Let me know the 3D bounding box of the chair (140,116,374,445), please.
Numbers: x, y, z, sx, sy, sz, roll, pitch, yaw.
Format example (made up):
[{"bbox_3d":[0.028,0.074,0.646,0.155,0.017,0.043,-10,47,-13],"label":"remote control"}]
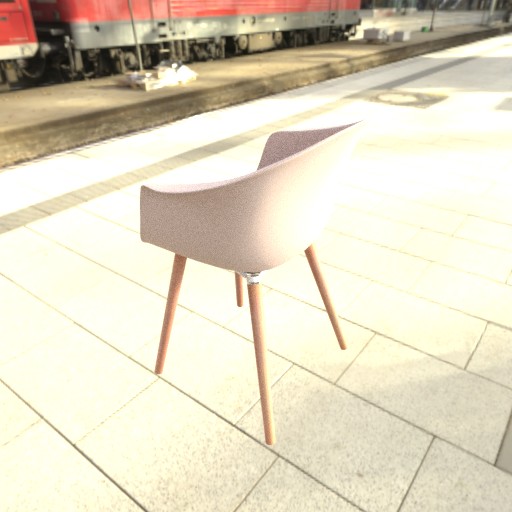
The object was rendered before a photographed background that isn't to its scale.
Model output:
[{"bbox_3d":[0.000,0.000,1.202,0.504,0.781,0.593,20,36,30],"label":"chair"}]
